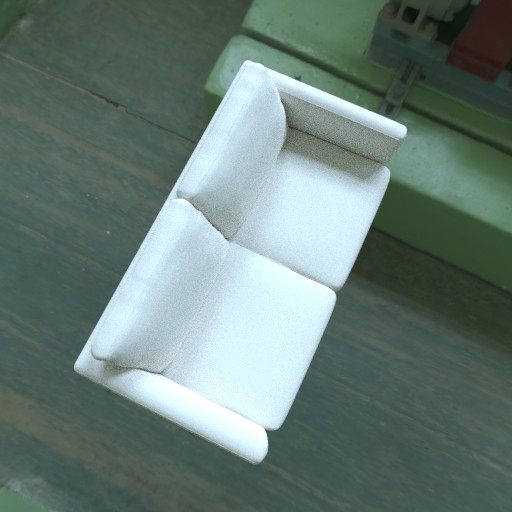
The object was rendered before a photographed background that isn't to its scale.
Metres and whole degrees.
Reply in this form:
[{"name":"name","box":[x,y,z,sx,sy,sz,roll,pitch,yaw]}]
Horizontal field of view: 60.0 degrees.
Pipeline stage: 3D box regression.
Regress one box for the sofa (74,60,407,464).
[{"name":"sofa","box":[0.000,0.000,2.265,0.940,0.893,1.713,25,78,6]}]
